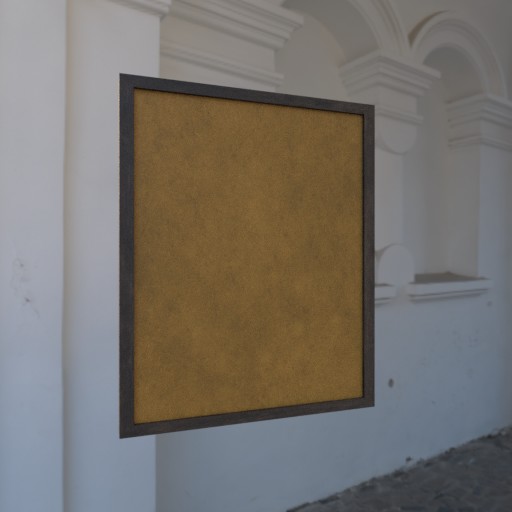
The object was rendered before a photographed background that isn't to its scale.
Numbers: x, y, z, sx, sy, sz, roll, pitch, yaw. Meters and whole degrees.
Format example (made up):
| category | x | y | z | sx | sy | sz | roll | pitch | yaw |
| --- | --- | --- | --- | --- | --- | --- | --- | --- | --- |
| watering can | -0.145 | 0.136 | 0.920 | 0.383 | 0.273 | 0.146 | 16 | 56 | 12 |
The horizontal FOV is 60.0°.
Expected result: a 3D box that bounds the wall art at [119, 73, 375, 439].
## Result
| category | x | y | z | sx | sy | sz | roll | pitch | yaw |
| --- | --- | --- | --- | --- | --- | --- | --- | --- | --- |
| wall art | 0.000 | 0.000 | 0.557 | 0.329 | 0.406 | 0.027 | 0 | 0 | -19 |
